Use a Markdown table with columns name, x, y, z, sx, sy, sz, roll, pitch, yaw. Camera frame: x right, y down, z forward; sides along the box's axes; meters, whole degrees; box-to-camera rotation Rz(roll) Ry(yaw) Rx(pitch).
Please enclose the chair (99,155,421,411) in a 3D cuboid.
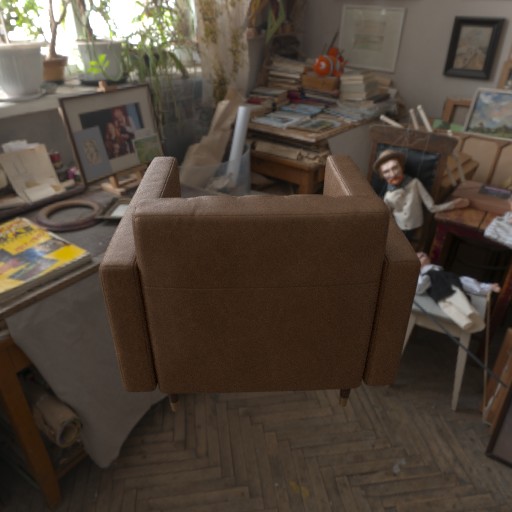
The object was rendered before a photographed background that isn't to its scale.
| name | x | y | z | sx | sy | sz | roll | pitch | yaw |
| --- | --- | --- | --- | --- | --- | --- | --- | --- | --- |
| chair | 0.000 | 0.000 | 1.747 | 0.953 | 0.819 | 0.998 | -1 | 31 | -2 |
